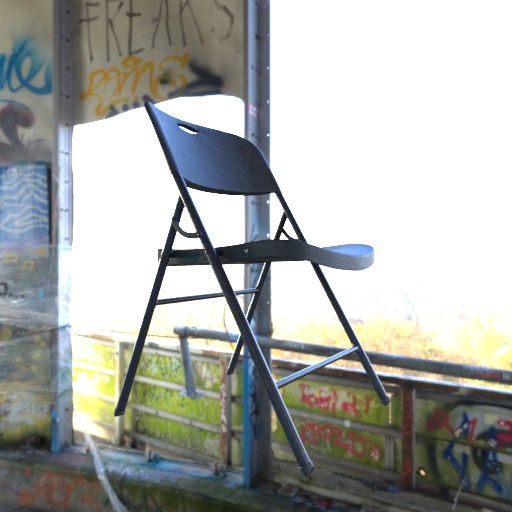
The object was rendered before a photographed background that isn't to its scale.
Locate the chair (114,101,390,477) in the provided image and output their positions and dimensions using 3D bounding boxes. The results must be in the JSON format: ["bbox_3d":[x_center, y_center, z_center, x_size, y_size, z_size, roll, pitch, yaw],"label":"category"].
[{"bbox_3d":[0.000,0.000,1.169,0.567,0.810,0.494,0,0,34],"label":"chair"}]
